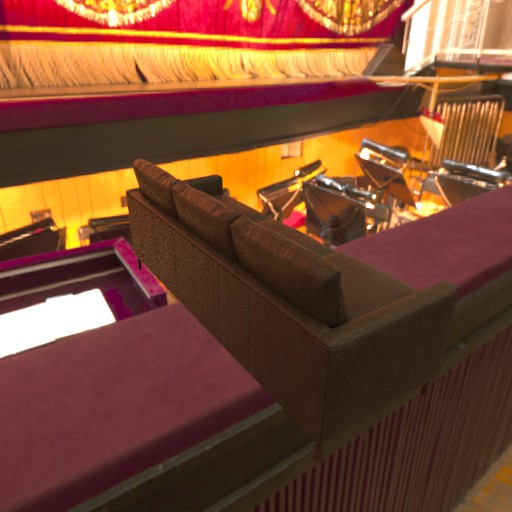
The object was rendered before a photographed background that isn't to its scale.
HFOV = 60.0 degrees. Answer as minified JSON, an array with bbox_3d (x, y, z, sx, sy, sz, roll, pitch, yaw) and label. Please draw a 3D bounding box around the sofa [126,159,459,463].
[{"bbox_3d":[0.000,0.000,2.433,0.748,0.805,2.029,-16,30,-30],"label":"sofa"}]
